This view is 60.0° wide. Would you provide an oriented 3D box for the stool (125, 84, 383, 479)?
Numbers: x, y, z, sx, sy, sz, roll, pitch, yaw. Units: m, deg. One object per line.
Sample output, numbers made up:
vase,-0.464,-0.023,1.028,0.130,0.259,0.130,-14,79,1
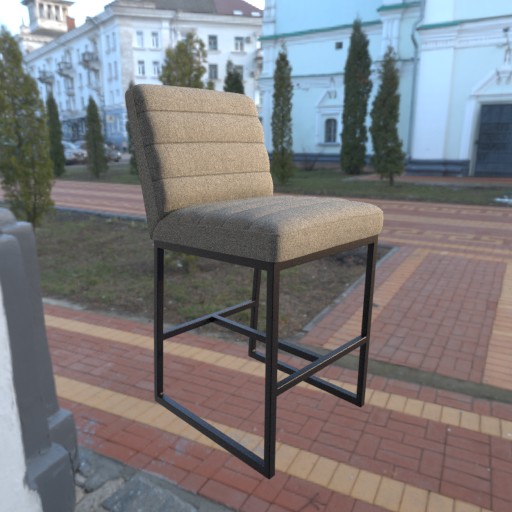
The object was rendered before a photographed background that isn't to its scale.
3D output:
stool,0.000,0.000,1.272,0.560,0.940,0.460,13,20,42
